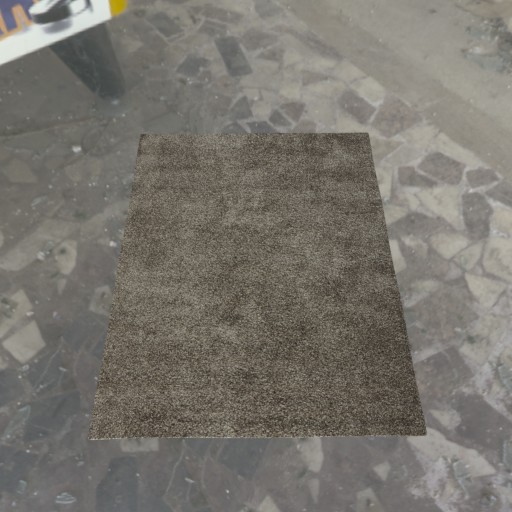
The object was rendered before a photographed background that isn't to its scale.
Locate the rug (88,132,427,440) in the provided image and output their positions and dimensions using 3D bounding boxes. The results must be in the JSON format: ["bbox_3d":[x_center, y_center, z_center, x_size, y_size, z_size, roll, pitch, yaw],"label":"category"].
[{"bbox_3d":[0.000,0.000,3.905,2.401,0.025,3.000,0,59,0],"label":"rug"}]
